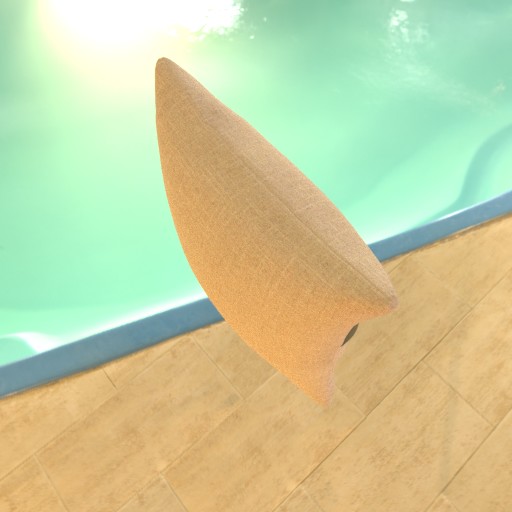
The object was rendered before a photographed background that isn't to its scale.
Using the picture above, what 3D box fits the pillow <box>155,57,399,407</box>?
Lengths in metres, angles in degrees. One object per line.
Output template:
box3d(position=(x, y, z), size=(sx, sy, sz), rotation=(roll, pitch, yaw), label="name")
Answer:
box3d(position=(0.000, 0.000, 0.631), size=(0.173, 0.399, 0.414), rotation=(-31, 64, -17), label="pillow")
